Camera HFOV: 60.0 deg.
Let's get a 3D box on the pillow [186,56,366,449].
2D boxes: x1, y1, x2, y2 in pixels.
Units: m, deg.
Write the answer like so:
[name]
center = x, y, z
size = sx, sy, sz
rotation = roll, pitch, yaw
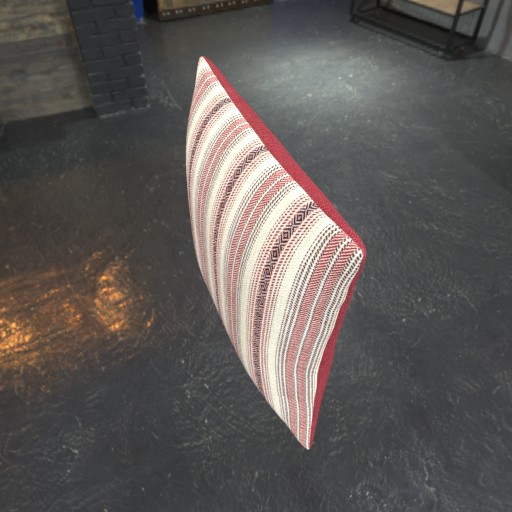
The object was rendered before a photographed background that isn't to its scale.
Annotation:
[pillow]
center = 0.000, 0.000, 0.766
size = 0.166, 0.497, 0.513
rotation = -17, 48, -16
